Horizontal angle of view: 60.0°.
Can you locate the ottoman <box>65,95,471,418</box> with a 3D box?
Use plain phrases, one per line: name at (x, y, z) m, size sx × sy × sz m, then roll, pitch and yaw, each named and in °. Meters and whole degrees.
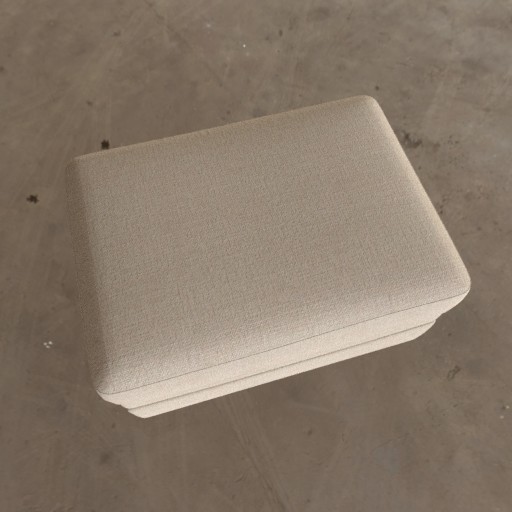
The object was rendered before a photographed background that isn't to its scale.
ottoman at (0.000, 0.000, 1.235) m, size 0.885 × 0.478 × 0.637 m, roll -14°, pitch 66°, yaw -7°
